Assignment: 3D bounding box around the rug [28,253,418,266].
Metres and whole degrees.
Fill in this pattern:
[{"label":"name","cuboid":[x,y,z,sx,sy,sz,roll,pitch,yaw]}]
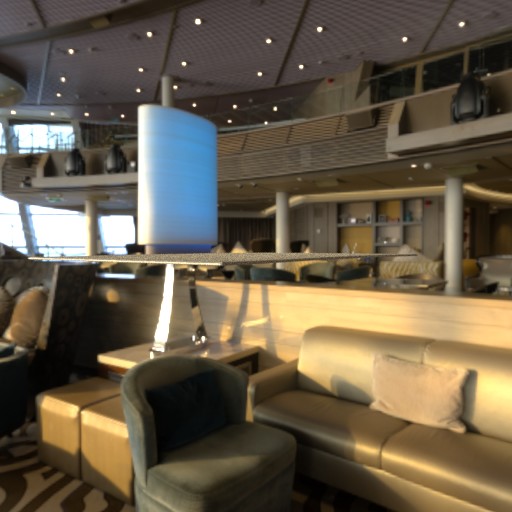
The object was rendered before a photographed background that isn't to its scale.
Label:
[{"label":"rug","cuboid":[0.000,0.000,3.174,1.535,0.022,2.498,1,1,37]}]
